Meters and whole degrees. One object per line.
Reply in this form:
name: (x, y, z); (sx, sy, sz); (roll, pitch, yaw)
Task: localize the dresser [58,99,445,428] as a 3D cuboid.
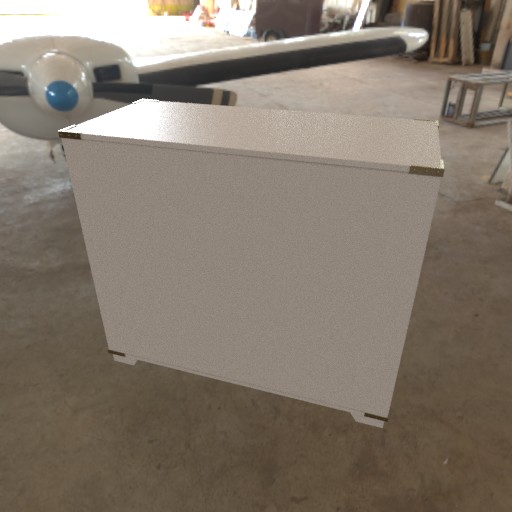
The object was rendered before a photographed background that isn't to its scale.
dresser: (0.000, 0.000, 1.527); (1.022, 0.891, 0.460); (9, 32, 15)
